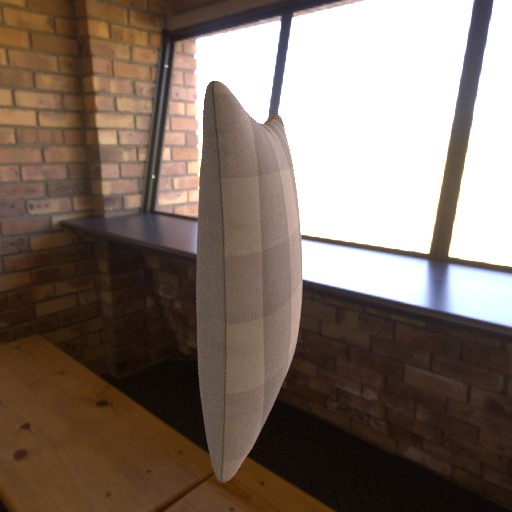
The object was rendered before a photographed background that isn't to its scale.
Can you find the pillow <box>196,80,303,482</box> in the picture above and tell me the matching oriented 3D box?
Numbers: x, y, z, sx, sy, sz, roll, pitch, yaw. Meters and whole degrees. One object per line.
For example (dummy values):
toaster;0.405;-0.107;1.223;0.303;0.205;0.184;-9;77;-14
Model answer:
pillow;0.000;0.000;0.774;0.161;0.509;0.511;2;14;10
